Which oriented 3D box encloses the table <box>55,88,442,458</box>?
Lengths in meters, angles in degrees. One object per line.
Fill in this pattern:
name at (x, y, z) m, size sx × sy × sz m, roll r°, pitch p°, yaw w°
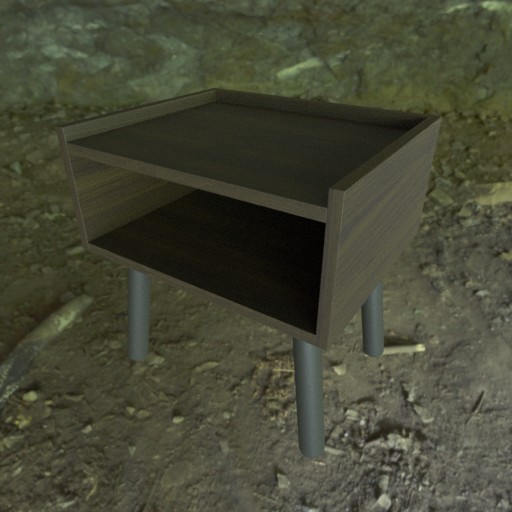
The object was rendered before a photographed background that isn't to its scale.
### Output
table at (0.000, 0.000, 0.784) m, size 0.450 × 0.470 × 0.370 m, roll 19°, pitch 35°, yaw 29°
